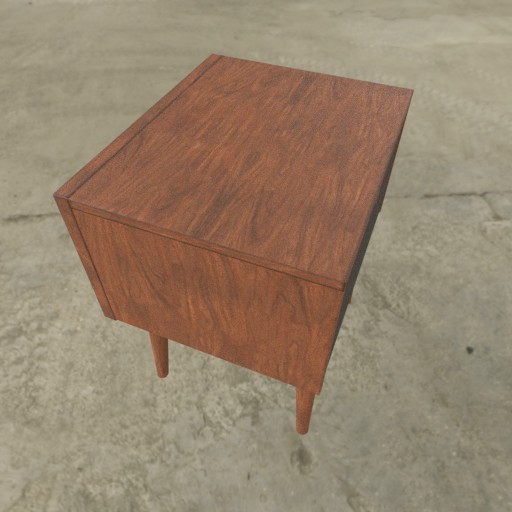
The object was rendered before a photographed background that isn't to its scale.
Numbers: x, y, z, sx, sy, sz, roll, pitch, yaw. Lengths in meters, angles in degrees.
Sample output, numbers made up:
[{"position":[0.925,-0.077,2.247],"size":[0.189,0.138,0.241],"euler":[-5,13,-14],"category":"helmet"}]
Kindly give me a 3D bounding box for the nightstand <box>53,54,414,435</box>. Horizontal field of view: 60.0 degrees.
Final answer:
[{"position":[0.000,0.000,0.970],"size":[0.445,0.607,0.521],"euler":[17,49,15],"category":"nightstand"}]
